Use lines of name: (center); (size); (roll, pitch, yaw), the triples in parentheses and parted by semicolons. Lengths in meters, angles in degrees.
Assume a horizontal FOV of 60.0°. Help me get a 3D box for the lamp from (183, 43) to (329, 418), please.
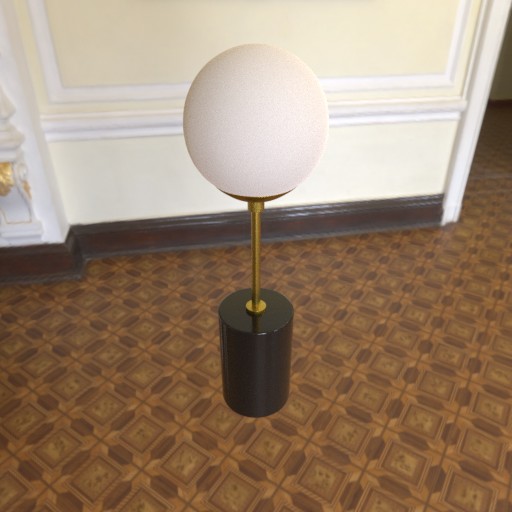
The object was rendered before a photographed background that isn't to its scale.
lamp: (0.000, 0.000, 0.554); (0.153, 0.480, 0.153); (0, 31, 0)
